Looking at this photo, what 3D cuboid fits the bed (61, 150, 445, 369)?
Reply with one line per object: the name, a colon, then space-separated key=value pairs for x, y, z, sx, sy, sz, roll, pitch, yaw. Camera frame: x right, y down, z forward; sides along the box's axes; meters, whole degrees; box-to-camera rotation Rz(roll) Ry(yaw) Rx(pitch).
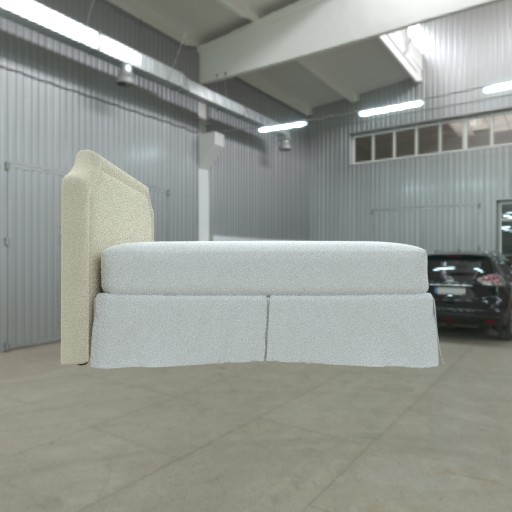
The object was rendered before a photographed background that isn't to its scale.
bed: x=0.000 y=0.000 z=3.374 sx=2.209 sy=1.296 sz=1.827 roll=0 pitch=0 yaw=-1
